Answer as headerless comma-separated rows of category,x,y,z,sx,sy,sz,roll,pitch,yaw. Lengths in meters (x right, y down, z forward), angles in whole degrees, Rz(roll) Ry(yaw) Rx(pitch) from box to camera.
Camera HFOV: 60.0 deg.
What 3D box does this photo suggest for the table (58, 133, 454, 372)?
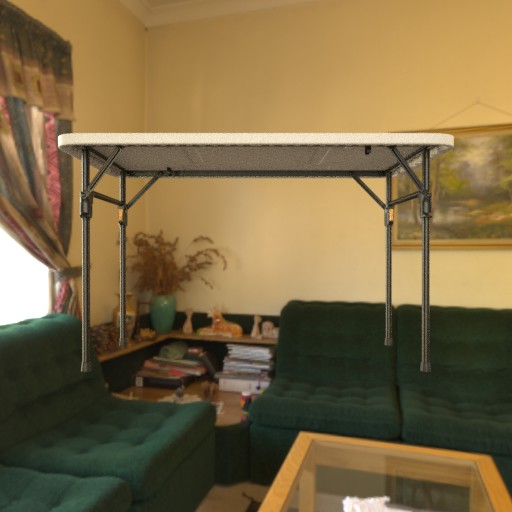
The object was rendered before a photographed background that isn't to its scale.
table,0.000,0.000,1.605,1.219,0.729,0.610,0,0,0
